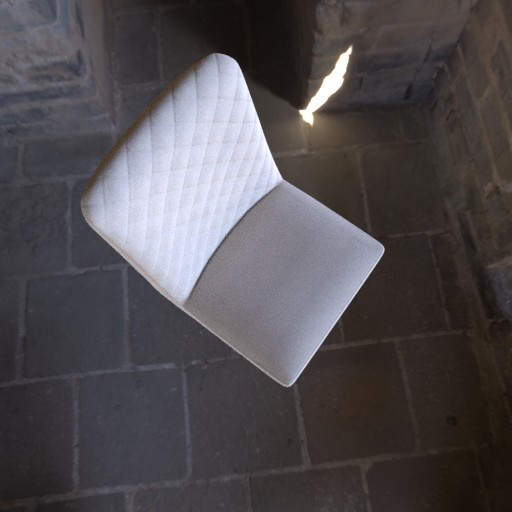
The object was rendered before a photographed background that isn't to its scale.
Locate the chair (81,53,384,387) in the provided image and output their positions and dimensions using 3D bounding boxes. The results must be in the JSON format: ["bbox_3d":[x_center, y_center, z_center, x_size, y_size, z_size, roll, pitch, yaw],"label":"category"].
[{"bbox_3d":[0.000,0.000,1.298,0.597,0.933,0.503,36,78,9],"label":"chair"}]
